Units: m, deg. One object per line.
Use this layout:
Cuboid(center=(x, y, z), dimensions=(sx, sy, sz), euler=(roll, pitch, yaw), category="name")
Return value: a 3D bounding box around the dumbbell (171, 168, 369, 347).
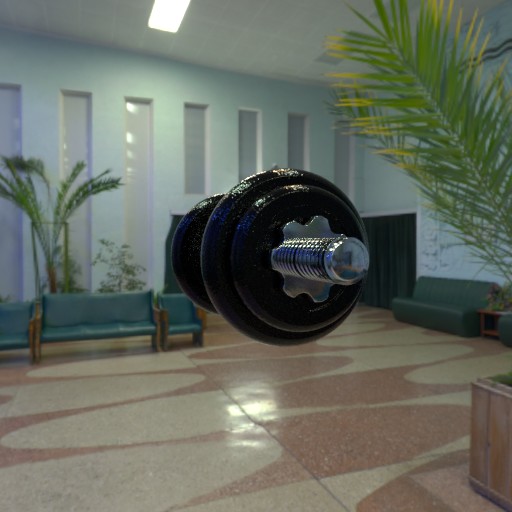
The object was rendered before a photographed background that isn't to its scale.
Cuboid(center=(0.000, 0.000, 0.615), dimensions=(0.202, 0.202, 0.497), euler=(0, 1, -19), category="dumbbell")
